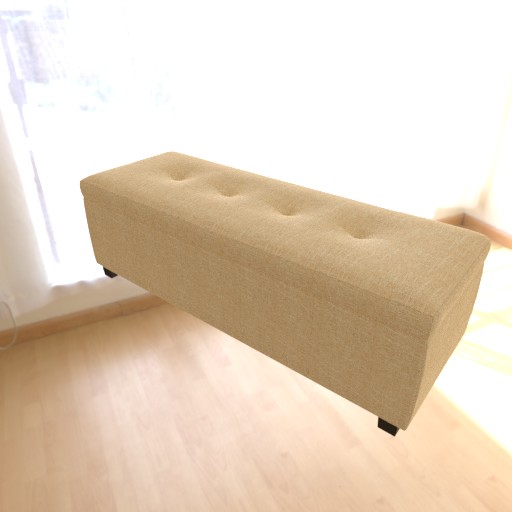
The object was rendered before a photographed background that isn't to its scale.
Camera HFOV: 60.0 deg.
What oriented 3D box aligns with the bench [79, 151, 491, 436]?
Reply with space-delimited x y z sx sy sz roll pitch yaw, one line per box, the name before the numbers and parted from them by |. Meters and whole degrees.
bench | 0.000 0.000 1.402 1.219 0.406 0.432 22 36 33
